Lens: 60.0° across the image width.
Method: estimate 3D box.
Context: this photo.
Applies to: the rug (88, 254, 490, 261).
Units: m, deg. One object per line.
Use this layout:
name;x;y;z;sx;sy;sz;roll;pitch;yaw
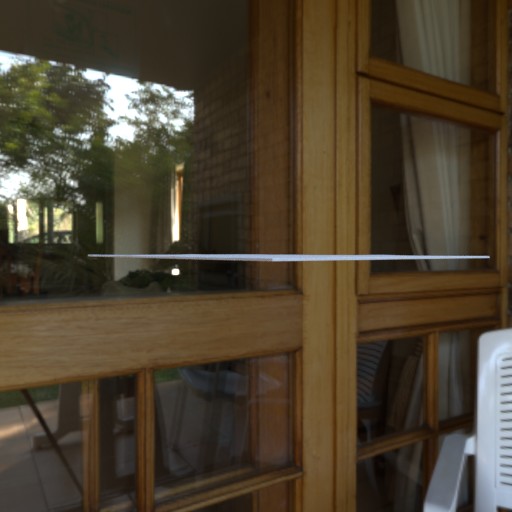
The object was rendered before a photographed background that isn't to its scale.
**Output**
rug;0.000;0.000;2.336;1.231;0.012;1.835;0;1;-36
